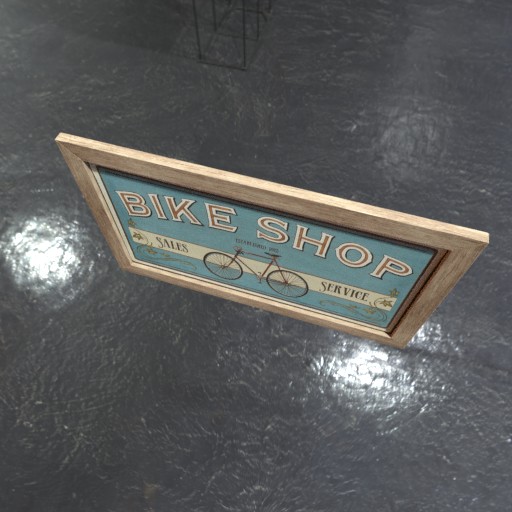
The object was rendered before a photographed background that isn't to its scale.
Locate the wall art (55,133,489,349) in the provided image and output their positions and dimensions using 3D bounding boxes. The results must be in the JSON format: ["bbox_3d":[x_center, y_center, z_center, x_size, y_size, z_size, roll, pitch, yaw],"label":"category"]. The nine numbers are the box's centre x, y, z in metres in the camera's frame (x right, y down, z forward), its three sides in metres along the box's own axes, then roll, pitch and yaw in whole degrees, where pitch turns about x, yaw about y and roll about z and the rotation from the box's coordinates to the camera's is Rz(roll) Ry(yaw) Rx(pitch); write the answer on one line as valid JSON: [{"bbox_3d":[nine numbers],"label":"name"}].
[{"bbox_3d":[0.000,0.000,0.973,0.780,0.480,0.021,15,59,9],"label":"wall art"}]
